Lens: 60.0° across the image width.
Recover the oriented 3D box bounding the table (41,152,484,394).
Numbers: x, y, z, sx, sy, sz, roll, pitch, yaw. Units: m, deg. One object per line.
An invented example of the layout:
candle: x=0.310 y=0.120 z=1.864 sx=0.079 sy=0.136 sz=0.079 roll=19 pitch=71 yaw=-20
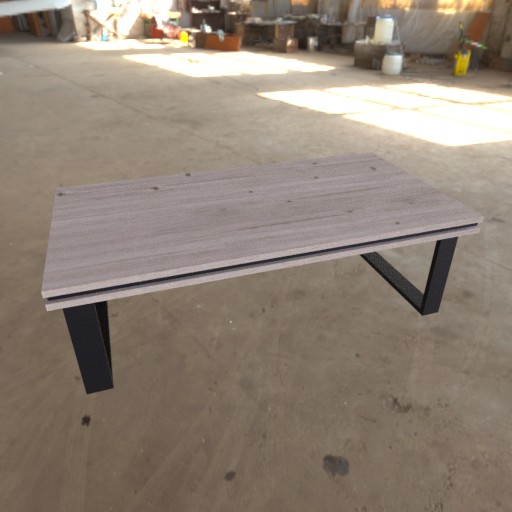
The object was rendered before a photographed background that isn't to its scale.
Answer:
table: x=0.000 y=0.000 z=1.677 sx=1.350 sy=0.450 sz=0.700 roll=-10 pitch=32 yaw=-16
